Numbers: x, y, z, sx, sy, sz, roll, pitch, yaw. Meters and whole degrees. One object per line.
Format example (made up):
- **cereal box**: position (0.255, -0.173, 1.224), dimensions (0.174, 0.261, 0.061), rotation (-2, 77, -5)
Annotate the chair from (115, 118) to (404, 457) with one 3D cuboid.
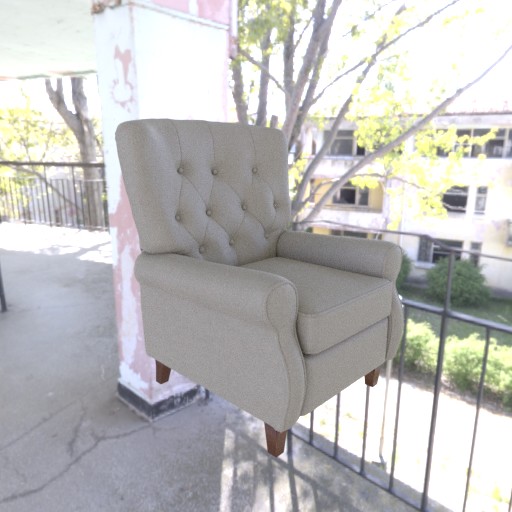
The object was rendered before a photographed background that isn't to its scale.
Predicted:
- **chair**: position (0.000, 0.000, 1.913), dimensions (1.059, 1.158, 0.943), rotation (13, 19, 43)
